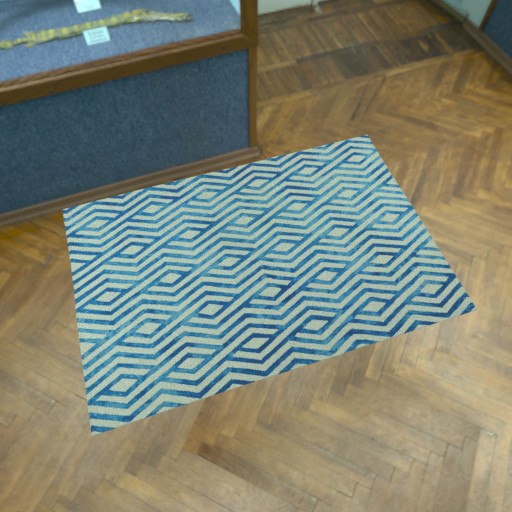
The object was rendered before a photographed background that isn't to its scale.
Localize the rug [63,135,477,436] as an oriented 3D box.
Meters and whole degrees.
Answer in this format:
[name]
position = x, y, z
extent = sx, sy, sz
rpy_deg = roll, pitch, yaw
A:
[rug]
position = 0.000, 0.000, 2.275
extent = 1.830, 0.008, 1.225
rpy_deg = -16, 61, -9
